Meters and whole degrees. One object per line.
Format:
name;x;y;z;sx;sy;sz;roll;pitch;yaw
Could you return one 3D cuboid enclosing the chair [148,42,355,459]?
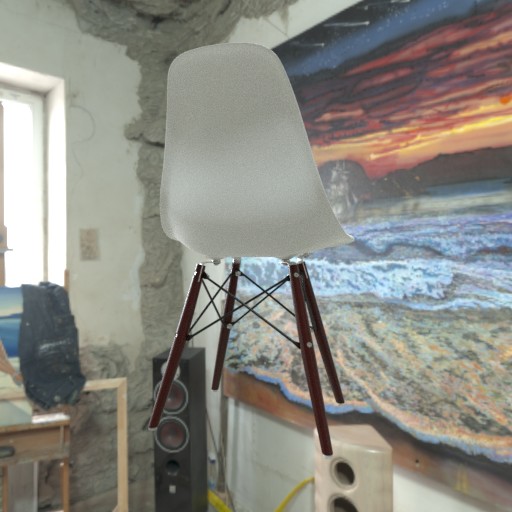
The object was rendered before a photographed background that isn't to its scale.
chair;0.000;0.000;1.117;0.470;0.826;0.533;0;0;18
